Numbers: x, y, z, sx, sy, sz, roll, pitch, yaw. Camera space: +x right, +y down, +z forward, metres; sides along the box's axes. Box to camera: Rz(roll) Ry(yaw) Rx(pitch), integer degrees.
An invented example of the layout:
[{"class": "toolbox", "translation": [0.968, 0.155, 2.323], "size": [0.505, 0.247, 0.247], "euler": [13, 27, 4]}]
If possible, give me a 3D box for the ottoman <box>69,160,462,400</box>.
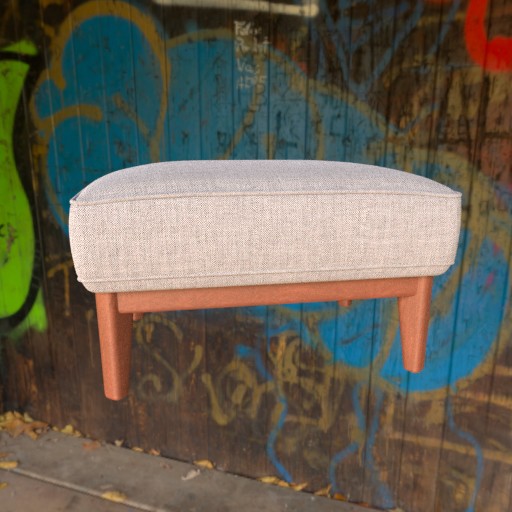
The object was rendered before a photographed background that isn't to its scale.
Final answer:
[{"class": "ottoman", "translation": [0.000, 0.000, 1.092], "size": [0.750, 0.458, 0.555], "euler": [-2, 14, -10]}]
